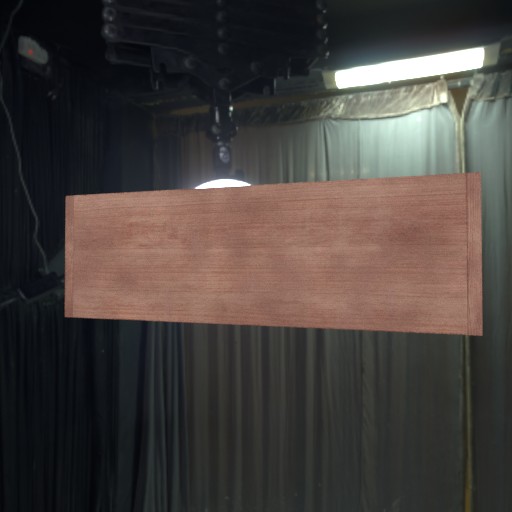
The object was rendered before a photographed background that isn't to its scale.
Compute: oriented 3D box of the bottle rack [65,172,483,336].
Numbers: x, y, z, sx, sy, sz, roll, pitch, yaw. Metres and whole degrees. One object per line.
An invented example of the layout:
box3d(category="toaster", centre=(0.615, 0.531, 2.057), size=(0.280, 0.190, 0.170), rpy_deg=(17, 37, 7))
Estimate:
box3d(category="bottle rack", centre=(0.000, 0.000, 0.683), size=(0.608, 0.196, 0.126), rpy_deg=(0, -1, 18))
